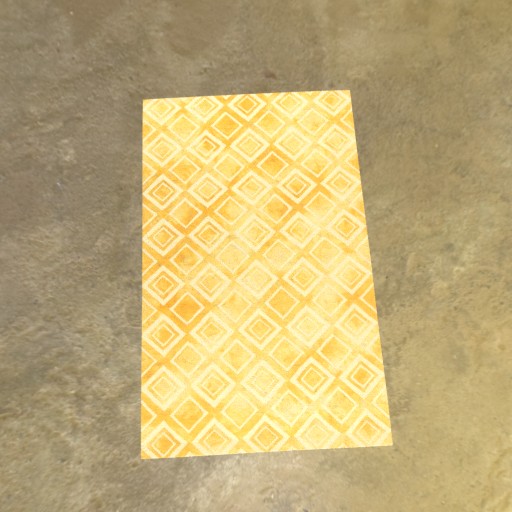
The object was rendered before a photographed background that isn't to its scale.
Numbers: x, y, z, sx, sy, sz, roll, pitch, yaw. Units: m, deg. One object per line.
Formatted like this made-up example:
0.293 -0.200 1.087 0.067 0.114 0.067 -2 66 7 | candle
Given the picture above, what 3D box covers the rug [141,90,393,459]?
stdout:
0.000 0.000 2.939 1.511 0.010 2.424 -3 76 -1 | rug
